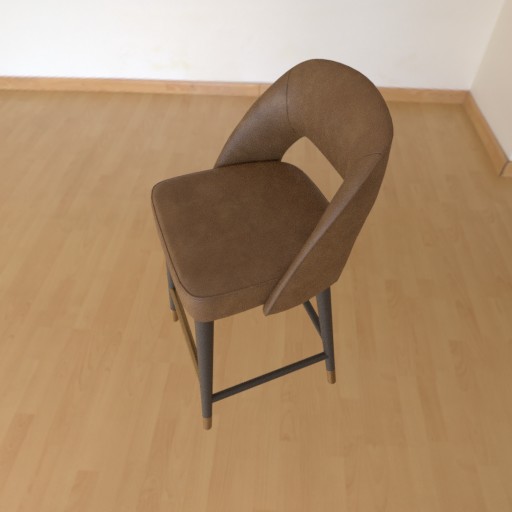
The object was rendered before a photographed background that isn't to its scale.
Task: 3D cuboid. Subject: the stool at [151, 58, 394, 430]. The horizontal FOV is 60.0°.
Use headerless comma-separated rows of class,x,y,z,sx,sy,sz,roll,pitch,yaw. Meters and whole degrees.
stool,0.000,0.000,1.227,0.509,0.940,0.494,-15,49,-14
